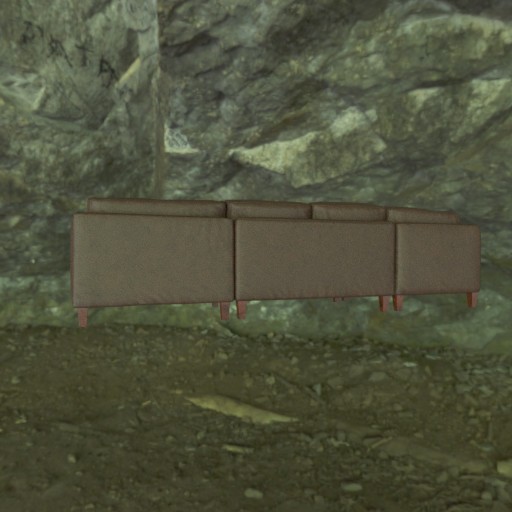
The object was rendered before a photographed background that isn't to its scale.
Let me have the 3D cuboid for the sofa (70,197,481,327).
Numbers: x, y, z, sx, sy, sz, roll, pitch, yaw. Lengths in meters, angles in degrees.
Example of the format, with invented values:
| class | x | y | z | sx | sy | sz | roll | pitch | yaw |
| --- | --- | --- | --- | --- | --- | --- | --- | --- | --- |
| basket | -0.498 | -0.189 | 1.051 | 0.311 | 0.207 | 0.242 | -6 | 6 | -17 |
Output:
| class | x | y | z | sx | sy | sz | roll | pitch | yaw |
| --- | --- | --- | --- | --- | --- | --- | --- | --- | --- |
| sofa | 0.000 | 0.000 | 4.637 | 3.460 | 0.923 | 2.593 | 0 | 0 | -19 |
